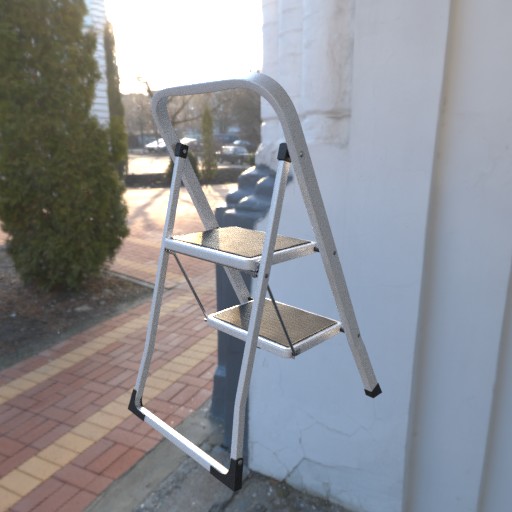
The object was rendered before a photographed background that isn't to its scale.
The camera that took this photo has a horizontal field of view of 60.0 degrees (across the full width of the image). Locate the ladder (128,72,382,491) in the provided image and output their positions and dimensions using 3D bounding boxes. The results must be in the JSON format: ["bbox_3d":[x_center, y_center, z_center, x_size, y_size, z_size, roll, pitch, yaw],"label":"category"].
[{"bbox_3d":[0.000,0.000,1.109,0.460,0.810,0.544,14,20,42],"label":"ladder"}]
